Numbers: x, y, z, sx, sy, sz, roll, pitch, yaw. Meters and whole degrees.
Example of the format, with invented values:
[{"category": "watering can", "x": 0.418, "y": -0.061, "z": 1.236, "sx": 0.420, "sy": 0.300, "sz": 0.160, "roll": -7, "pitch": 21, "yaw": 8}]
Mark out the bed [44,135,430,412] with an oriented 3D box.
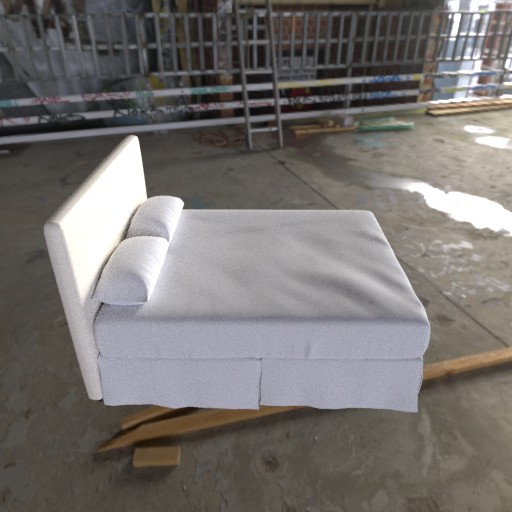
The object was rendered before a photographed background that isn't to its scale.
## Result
[{"category": "bed", "x": 0.000, "y": 0.000, "z": 3.212, "sx": 2.142, "sy": 1.330, "sz": 1.713, "roll": 0, "pitch": 31, "yaw": 0}]
